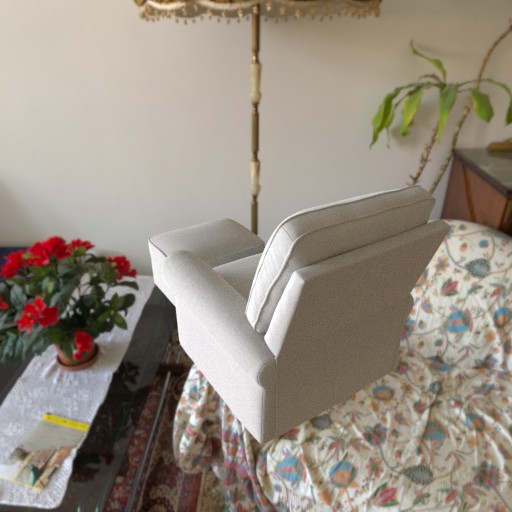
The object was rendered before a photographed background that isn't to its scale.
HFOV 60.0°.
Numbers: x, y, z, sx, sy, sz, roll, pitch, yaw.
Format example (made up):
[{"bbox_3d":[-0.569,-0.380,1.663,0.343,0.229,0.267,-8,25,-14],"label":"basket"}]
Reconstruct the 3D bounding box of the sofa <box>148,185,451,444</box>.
[{"bbox_3d":[0.000,0.000,2.098,0.880,0.959,1.478,-18,33,-29],"label":"sofa"}]
